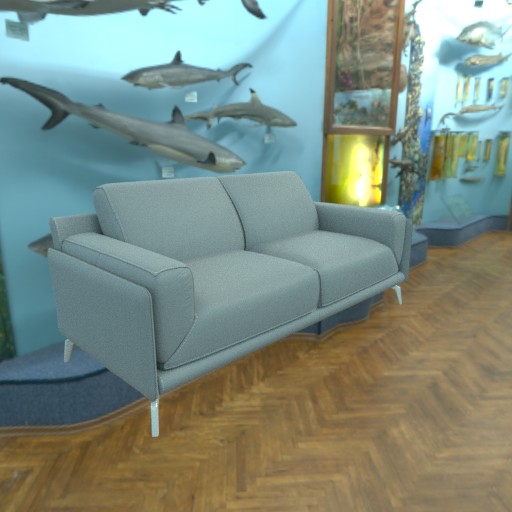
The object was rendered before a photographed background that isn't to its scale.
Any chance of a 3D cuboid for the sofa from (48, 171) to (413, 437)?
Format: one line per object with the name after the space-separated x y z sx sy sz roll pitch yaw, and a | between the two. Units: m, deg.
0.000 0.000 2.615 0.969 0.900 2.100 14 20 42 | sofa
